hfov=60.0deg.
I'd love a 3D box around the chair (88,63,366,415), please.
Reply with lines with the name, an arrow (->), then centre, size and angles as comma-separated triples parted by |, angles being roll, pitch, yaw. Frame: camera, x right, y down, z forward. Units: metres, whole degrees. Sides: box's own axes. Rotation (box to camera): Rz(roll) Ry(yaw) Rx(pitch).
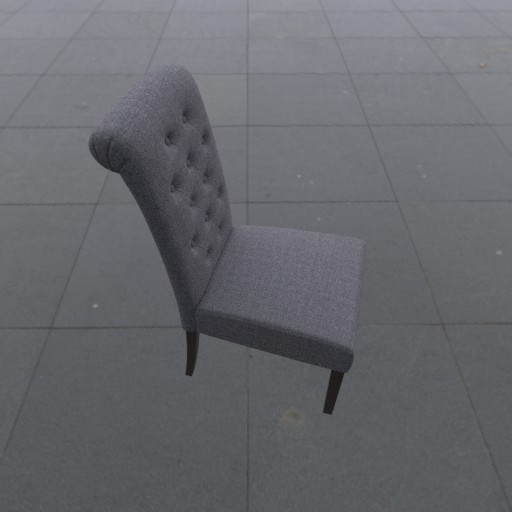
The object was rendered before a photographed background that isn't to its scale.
chair -> 0.000, 0.000, 1.365 | 0.671, 1.006, 0.456 | 10, 46, 10
